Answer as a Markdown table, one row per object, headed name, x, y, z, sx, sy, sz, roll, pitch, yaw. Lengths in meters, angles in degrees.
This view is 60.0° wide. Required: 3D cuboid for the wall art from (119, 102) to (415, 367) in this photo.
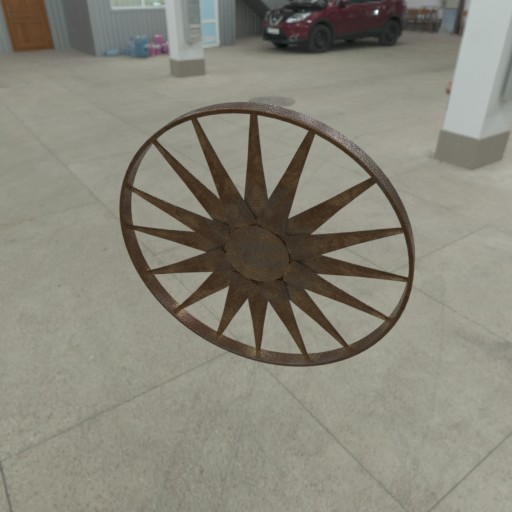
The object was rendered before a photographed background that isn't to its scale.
| name | x | y | z | sx | sy | sz | roll | pitch | yaw |
| --- | --- | --- | --- | --- | --- | --- | --- | --- | --- |
| wall art | 0.000 | 0.000 | 0.862 | 0.582 | 0.583 | 0.084 | 10 | 33 | 16 |
